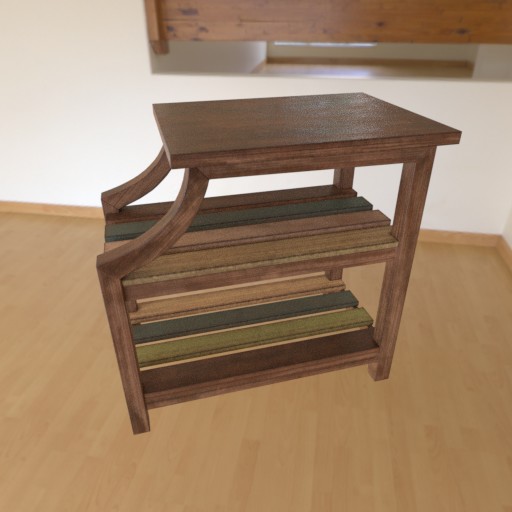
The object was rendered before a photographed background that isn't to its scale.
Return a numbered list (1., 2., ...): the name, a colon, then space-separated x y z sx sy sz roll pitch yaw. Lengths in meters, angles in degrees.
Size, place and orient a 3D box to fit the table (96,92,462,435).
1. table: 0.000 0.000 0.957 0.609 0.584 0.356 -8 31 -13
